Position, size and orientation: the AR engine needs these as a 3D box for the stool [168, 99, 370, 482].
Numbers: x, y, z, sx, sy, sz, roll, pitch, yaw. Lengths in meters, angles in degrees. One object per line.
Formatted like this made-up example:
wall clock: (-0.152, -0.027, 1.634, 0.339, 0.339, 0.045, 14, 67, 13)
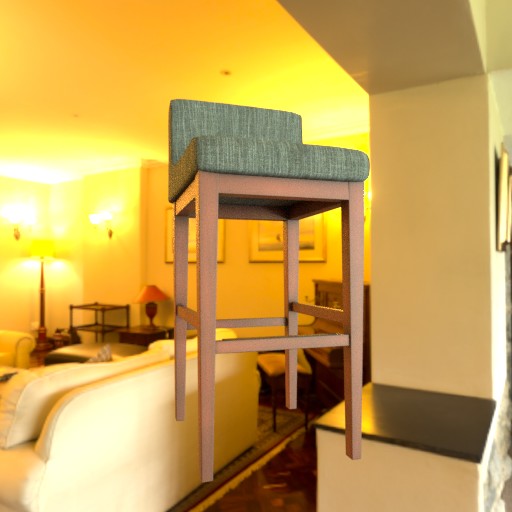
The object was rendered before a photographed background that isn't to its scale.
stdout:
stool: (0.000, 0.000, 1.208, 0.426, 0.965, 0.499, 0, -2, -18)
